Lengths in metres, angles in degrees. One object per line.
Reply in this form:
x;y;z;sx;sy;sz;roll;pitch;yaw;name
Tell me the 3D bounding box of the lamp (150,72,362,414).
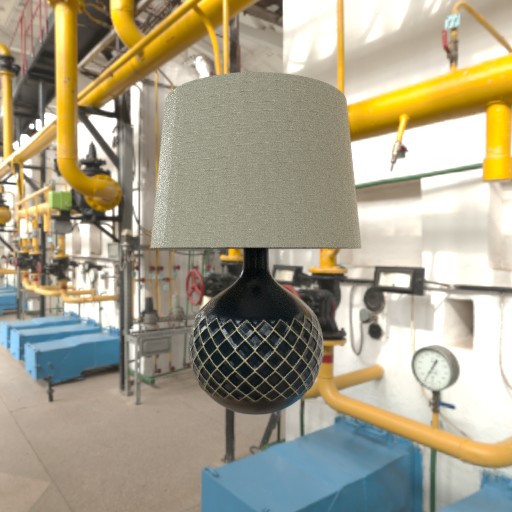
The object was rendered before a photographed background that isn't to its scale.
0.000;0.000;0.810;0.376;0.540;0.376;0;1;0;lamp
